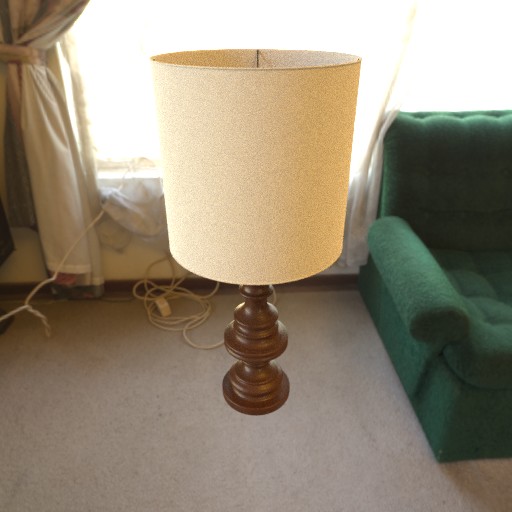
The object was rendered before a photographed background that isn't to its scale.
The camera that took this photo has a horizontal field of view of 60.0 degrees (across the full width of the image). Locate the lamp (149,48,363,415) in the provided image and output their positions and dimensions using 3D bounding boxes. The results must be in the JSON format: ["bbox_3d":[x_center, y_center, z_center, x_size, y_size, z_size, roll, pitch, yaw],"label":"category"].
[{"bbox_3d":[0.000,0.000,0.552,0.208,0.455,0.208,-10,30,-17],"label":"lamp"}]
